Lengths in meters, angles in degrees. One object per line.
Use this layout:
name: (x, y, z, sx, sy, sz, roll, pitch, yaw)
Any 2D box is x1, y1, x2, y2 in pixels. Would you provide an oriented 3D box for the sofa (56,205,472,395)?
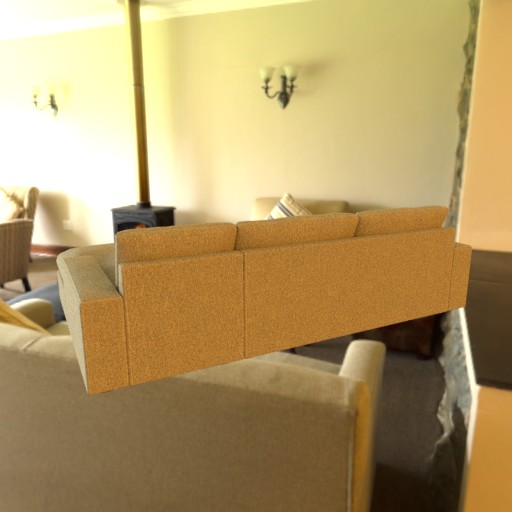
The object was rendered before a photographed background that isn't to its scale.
sofa: (0.000, 0.000, 3.398, 2.718, 0.813, 1.689, -7, 15, -27)
